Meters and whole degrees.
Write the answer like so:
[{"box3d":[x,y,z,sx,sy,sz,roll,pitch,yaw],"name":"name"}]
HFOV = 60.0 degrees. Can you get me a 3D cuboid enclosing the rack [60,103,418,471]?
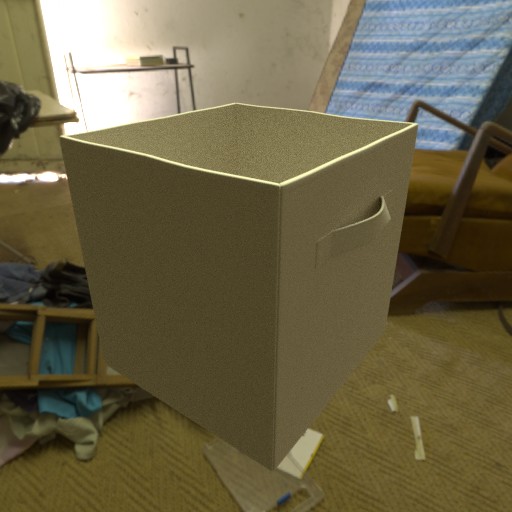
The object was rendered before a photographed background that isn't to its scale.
[{"box3d":[0.000,0.000,0.503,0.270,0.280,0.270,19,32,32],"name":"rack"}]
